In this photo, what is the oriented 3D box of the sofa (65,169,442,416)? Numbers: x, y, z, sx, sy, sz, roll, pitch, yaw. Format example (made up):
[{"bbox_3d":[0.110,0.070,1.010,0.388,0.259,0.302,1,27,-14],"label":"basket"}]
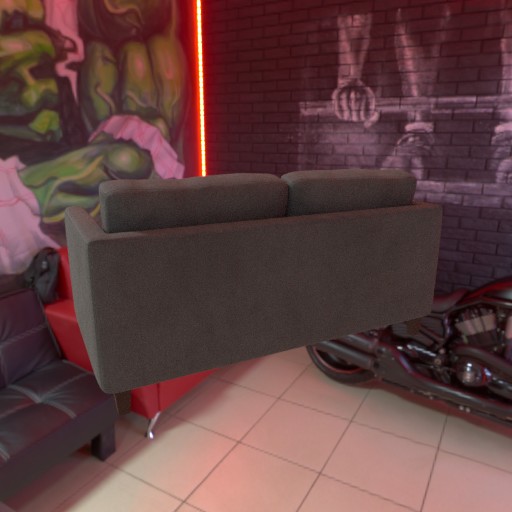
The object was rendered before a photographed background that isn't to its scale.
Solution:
[{"bbox_3d":[0.000,0.000,2.483,1.884,0.963,0.950,-8,17,-26],"label":"sofa"}]
